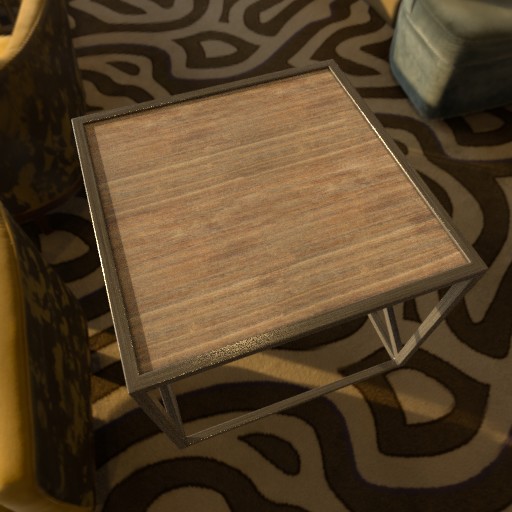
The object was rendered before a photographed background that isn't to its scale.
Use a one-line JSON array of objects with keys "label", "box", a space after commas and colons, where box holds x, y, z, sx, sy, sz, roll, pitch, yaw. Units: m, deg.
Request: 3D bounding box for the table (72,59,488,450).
[{"label": "table", "box": [0.000, 0.000, 1.054, 0.609, 0.507, 0.611, -17, 60, -10]}]
